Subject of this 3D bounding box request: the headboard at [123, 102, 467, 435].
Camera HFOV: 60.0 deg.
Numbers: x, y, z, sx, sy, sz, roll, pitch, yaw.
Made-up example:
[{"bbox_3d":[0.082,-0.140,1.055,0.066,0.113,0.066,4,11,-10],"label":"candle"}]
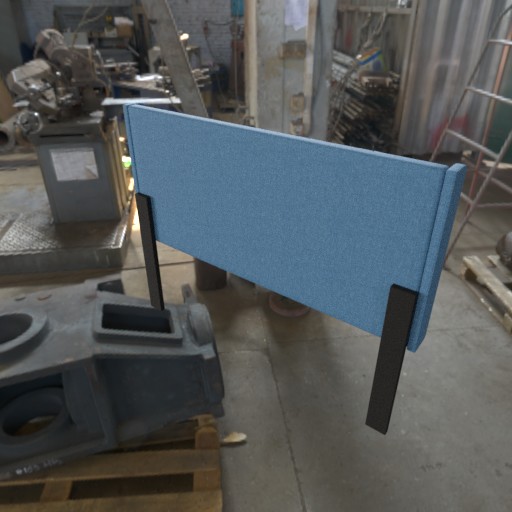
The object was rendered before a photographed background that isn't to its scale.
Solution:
[{"bbox_3d":[0.000,0.000,2.666,2.051,1.524,0.184,21,36,32],"label":"headboard"}]
